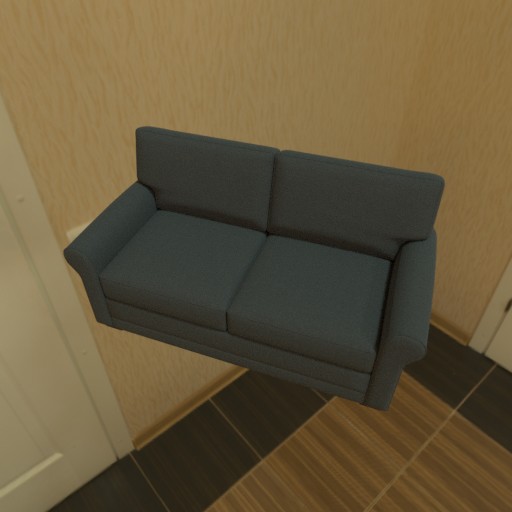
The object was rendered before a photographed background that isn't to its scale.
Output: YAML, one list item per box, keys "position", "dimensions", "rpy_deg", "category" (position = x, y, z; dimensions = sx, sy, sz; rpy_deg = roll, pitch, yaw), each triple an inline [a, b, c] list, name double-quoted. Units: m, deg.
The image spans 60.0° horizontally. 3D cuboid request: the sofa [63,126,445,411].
- position: [0.000, 0.000, 2.565]
  dimensions: [1.930, 1.020, 0.940]
  rpy_deg: [13, 43, 15]
  category: "sofa"
